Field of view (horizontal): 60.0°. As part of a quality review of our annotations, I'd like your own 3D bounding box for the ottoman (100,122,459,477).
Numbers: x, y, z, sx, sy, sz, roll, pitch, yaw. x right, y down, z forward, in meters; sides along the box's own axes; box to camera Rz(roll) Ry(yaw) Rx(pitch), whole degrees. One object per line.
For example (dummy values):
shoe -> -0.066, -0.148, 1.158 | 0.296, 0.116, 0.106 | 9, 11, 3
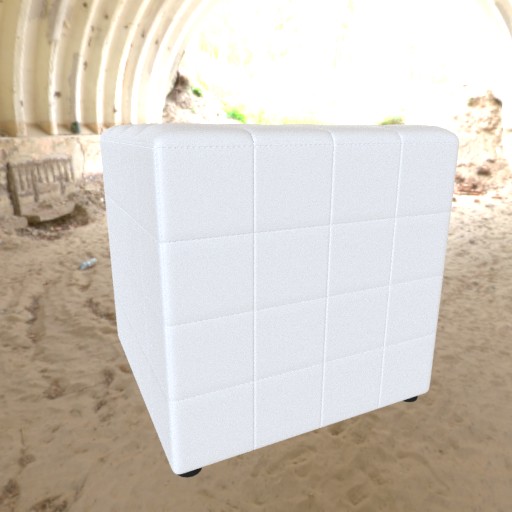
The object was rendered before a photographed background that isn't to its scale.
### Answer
ottoman -> 0.000, 0.000, 0.757 | 0.425, 0.432, 0.425 | -8, 18, -25
